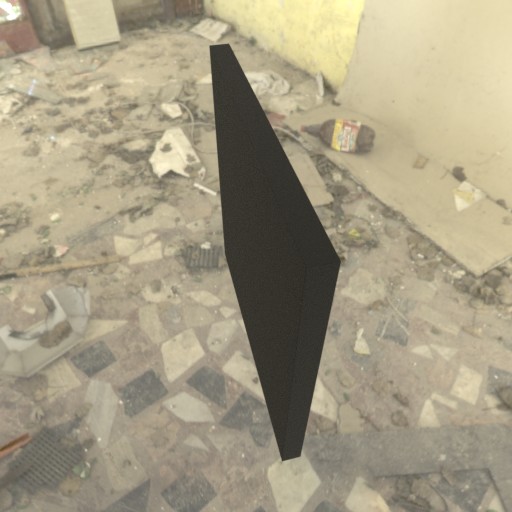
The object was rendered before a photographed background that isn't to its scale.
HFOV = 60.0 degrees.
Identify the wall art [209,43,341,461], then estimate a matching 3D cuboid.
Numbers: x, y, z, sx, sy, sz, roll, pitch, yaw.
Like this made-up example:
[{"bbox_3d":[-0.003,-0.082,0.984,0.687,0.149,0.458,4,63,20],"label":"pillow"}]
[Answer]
[{"bbox_3d":[0.000,0.000,0.685,0.030,0.458,0.462,-10,48,-9],"label":"wall art"}]
